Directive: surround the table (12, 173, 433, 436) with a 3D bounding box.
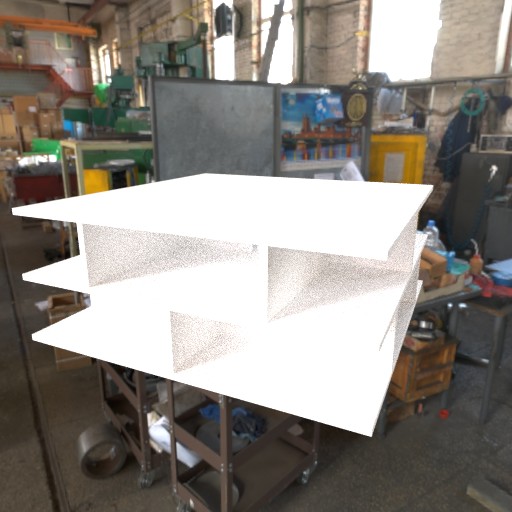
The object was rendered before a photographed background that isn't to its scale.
[{"bbox_3d":[0.000,0.000,1.047,0.700,0.289,0.700,8,18,24],"label":"table"}]
